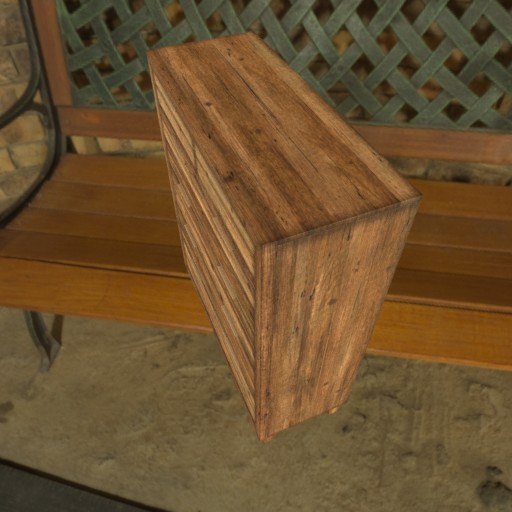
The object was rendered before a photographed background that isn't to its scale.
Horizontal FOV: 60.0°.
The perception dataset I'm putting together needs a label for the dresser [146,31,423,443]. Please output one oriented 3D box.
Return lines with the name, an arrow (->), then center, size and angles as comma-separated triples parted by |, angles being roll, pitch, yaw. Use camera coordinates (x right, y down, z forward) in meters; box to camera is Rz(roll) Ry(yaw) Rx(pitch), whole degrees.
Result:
dresser -> 0.000, 0.000, 1.863 | 0.438, 1.359, 1.067 | -18, 51, -15
